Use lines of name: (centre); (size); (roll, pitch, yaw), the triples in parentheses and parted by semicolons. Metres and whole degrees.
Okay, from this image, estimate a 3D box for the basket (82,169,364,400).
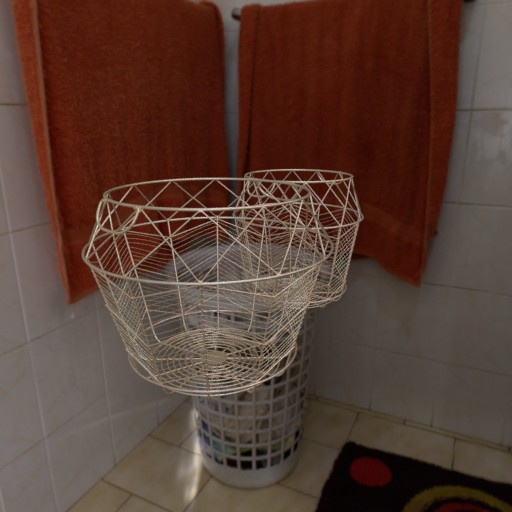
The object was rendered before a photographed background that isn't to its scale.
basket: (0.000, 0.000, 0.996); (0.451, 0.343, 0.805); (9, 19, 27)
